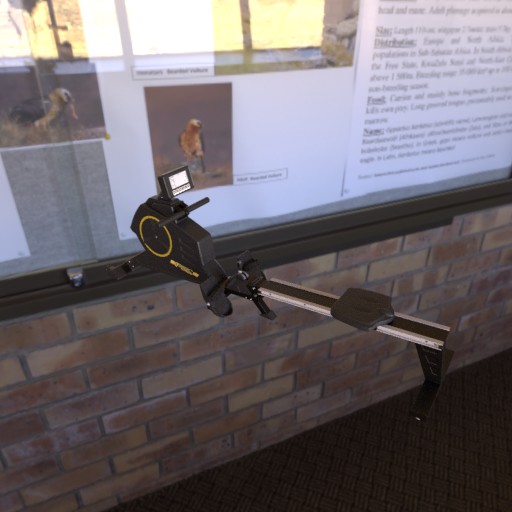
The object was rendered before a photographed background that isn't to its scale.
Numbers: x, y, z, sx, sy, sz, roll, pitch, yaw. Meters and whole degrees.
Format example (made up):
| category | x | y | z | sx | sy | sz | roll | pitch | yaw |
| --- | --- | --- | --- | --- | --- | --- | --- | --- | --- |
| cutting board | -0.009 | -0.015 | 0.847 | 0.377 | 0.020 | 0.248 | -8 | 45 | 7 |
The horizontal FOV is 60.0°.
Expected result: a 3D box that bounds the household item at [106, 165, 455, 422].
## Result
| category | x | y | z | sx | sy | sz | roll | pitch | yaw |
| --- | --- | --- | --- | --- | --- | --- | --- | --- | --- |
| household item | 0.000 | 0.000 | 2.581 | 2.251 | 0.810 | 0.521 | 19 | 36 | 29 |
